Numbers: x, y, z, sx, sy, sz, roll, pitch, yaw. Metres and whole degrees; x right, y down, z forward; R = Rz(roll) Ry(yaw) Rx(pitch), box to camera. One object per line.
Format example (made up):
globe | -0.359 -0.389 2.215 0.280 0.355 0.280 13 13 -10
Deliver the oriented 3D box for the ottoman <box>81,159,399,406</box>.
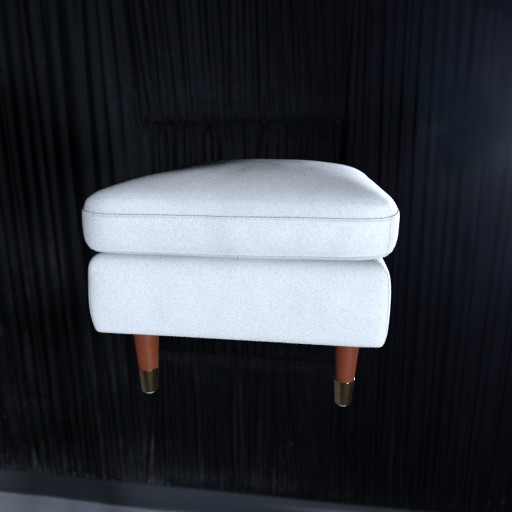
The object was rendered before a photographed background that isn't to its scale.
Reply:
ottoman | 0.000 0.000 1.140 0.593 0.478 0.747 2 15 6
